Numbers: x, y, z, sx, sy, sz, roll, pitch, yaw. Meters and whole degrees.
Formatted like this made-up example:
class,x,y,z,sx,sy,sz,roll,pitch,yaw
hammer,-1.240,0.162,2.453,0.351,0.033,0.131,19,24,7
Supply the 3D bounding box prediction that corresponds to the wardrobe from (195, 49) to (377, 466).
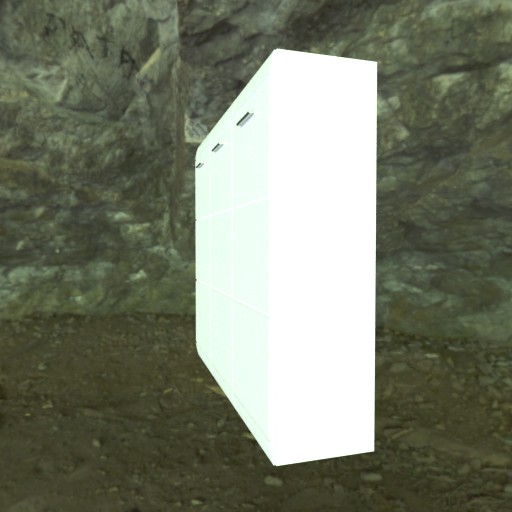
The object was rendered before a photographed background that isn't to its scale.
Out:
class,x,y,z,sx,sy,sz,roll,pitch,yaw
wardrobe,0.000,0.000,1.940,0.360,1.200,1.340,0,2,-17
